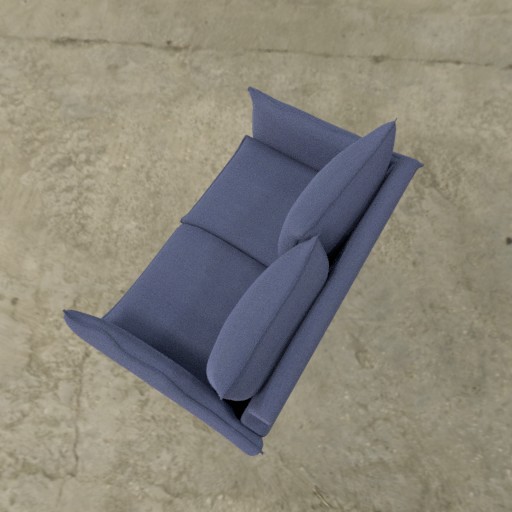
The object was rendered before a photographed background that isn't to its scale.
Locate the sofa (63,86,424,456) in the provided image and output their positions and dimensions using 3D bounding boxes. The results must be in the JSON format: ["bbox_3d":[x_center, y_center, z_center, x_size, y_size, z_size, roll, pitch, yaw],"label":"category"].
[{"bbox_3d":[0.000,0.000,1.823,0.820,0.840,1.300,29,69,13],"label":"sofa"}]
